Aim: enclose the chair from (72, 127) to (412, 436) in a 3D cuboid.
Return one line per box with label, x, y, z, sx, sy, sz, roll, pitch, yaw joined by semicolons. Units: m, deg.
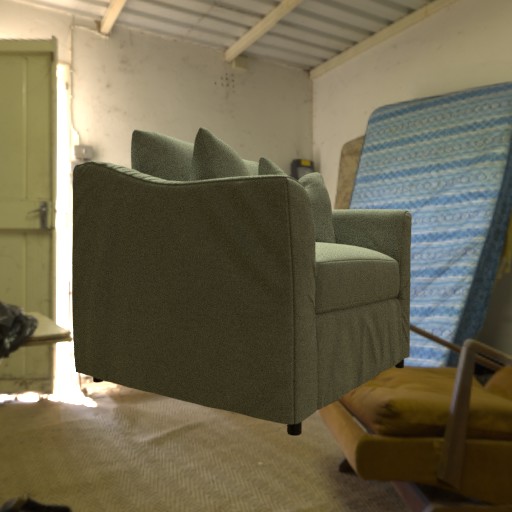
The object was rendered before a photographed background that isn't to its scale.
chair;0.000;0.000;1.999;1.071;1.059;1.194;0;-1;35
